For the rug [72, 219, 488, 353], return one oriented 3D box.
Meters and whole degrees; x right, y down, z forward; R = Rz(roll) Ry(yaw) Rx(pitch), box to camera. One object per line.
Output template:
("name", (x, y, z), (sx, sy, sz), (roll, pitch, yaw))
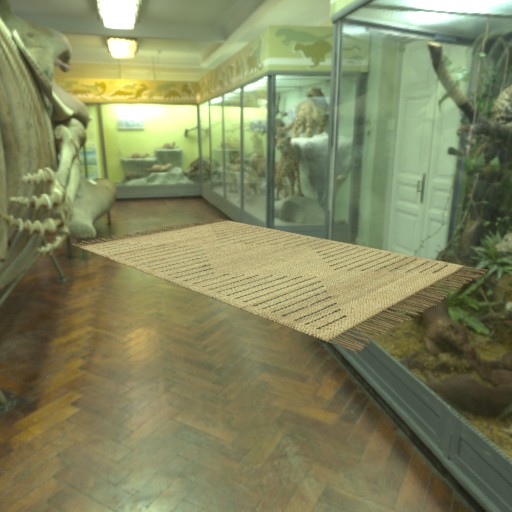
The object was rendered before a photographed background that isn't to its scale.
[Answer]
("rug", (0.000, 0.000, 2.502), (2.085, 0.027, 1.224), (14, 21, 43))
